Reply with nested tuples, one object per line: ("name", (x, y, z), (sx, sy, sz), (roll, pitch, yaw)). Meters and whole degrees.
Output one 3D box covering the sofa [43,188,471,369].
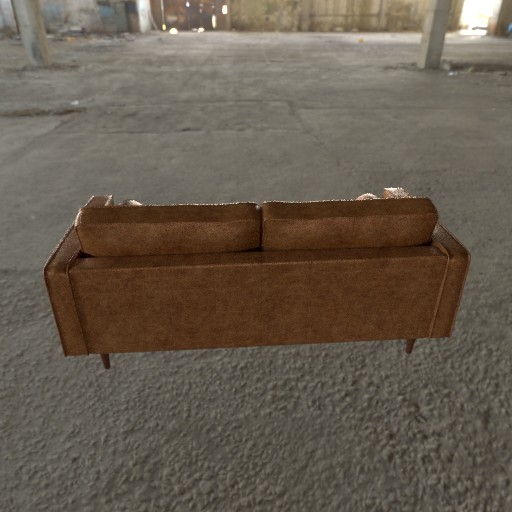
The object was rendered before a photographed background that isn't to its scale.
("sofa", (0.000, 0.000, 2.421), (1.920, 0.825, 0.924), (-2, 29, -4))
